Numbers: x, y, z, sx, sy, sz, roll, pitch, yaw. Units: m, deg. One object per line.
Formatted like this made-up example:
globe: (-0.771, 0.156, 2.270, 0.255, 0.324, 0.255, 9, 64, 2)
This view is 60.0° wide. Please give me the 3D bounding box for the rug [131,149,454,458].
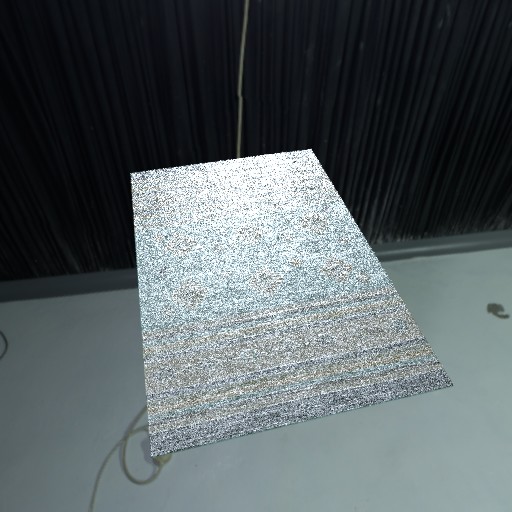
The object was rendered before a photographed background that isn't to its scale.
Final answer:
rug: (0.000, 0.000, 2.314, 1.212, 0.010, 1.811, -10, 46, -9)
